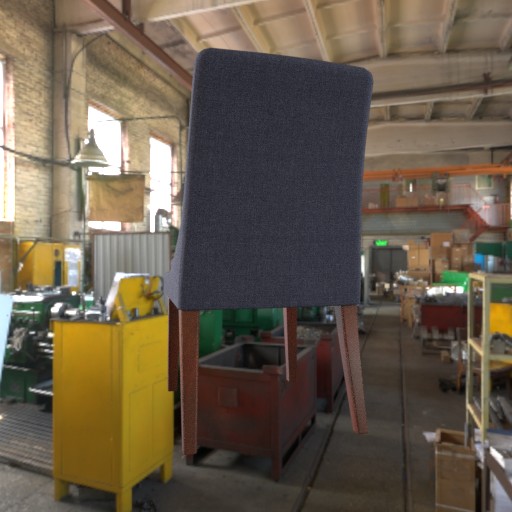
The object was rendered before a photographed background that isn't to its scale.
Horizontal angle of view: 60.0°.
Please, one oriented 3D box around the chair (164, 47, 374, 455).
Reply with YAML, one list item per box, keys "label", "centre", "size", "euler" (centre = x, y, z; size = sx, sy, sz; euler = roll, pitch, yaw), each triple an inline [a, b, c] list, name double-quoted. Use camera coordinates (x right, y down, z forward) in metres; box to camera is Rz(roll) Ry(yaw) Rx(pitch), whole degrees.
- label: "chair"
  centre: [0.000, 0.000, 1.353]
  size: [0.508, 0.952, 0.655]
  euler: [0, 0, -16]
